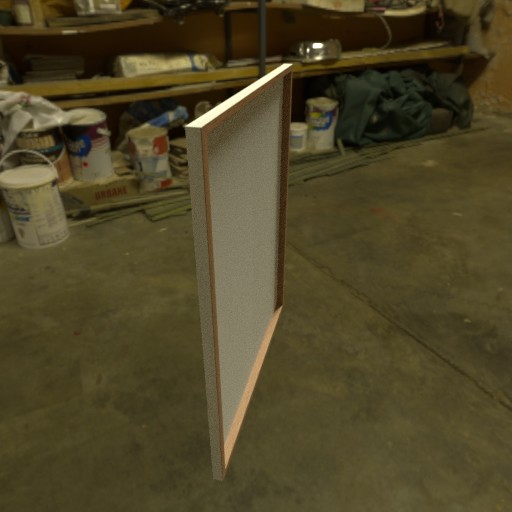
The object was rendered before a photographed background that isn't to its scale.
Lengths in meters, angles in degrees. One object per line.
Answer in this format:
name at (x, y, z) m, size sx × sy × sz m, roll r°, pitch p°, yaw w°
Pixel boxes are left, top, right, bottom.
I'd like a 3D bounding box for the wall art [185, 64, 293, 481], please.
wall art at (0.000, 0.000, 0.975) m, size 0.021 × 0.710 × 0.609 m, roll 8°, pitch 31°, yaw 13°
